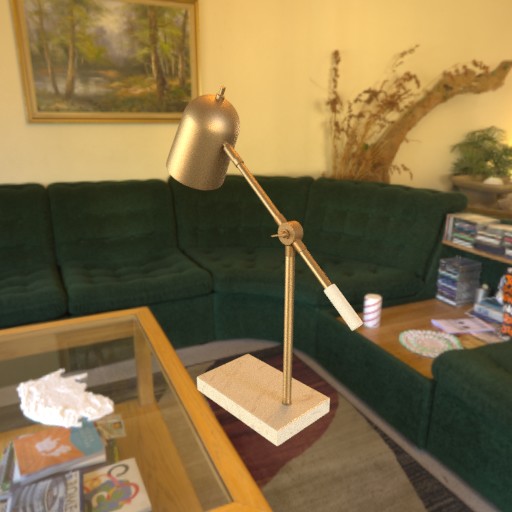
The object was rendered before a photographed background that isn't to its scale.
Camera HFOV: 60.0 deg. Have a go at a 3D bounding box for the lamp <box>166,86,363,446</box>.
[{"bbox_3d":[0.000,0.000,0.823,0.144,0.603,0.471,-15,22,-41],"label":"lamp"}]
